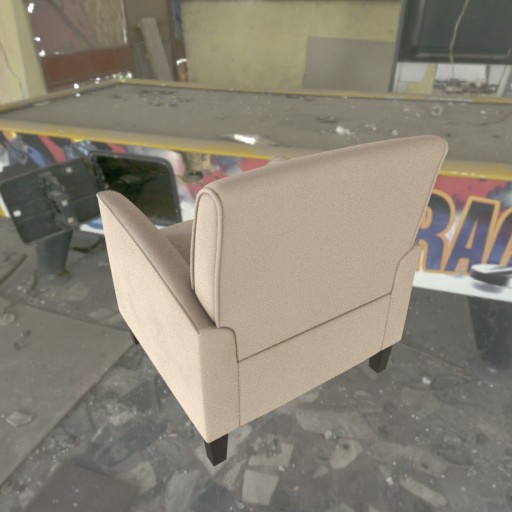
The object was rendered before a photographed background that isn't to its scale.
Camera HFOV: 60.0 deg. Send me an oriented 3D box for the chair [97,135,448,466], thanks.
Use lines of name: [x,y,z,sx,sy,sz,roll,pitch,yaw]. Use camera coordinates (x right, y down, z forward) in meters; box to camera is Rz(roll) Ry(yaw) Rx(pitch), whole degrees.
chair: [0.000,0.000,1.535,0.820,0.915,0.820,-18,34,-29]
